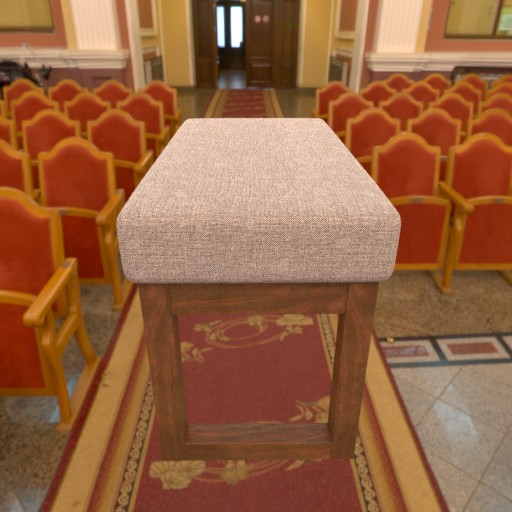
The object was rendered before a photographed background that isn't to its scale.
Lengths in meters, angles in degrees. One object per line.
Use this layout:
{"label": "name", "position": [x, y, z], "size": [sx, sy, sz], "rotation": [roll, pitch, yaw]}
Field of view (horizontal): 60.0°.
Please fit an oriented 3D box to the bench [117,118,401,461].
{"label": "bench", "position": [0.000, 0.000, 0.950], "size": [0.366, 0.467, 0.681], "rotation": [0, 27, -1]}
